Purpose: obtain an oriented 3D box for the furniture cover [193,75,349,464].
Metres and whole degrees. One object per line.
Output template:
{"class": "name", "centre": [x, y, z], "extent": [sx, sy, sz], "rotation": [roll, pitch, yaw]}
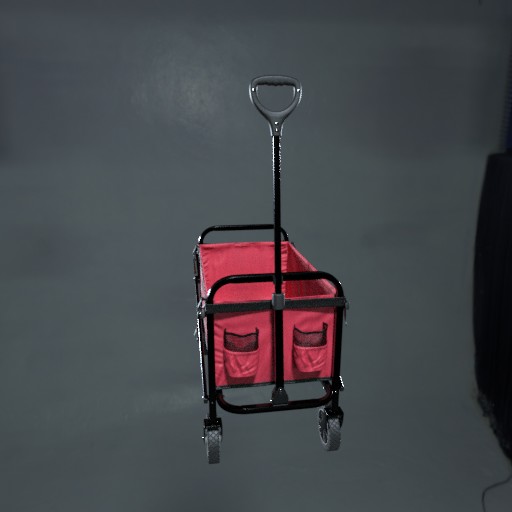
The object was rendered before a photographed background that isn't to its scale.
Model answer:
{"class": "furniture cover", "centre": [0.000, 0.000, 1.818], "extent": [0.532, 1.295, 1.038], "rotation": [-2, 15, -9]}
